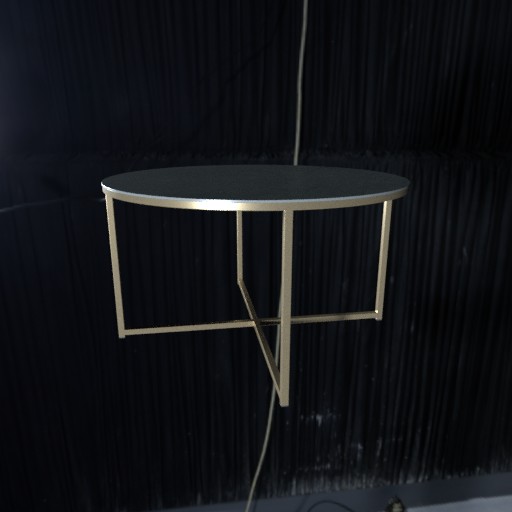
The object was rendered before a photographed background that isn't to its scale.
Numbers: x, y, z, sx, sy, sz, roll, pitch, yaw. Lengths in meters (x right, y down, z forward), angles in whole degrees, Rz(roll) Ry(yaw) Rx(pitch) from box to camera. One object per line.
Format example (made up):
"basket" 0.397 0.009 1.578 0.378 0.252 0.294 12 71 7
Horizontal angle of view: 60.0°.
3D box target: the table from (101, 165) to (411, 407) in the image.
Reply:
"table" 0.000 0.000 1.273 0.800 0.450 0.800 0 16 0
